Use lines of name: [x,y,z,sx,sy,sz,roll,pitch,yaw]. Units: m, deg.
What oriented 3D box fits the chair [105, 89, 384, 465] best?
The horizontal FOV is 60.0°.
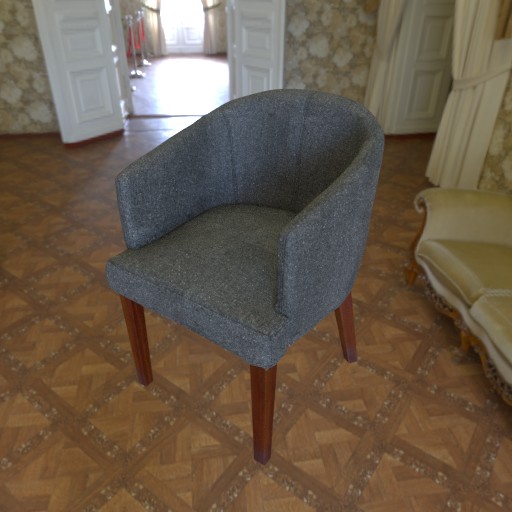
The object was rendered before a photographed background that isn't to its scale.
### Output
chair: [0.000,0.000,1.268,0.583,0.811,0.655,20,37,30]
